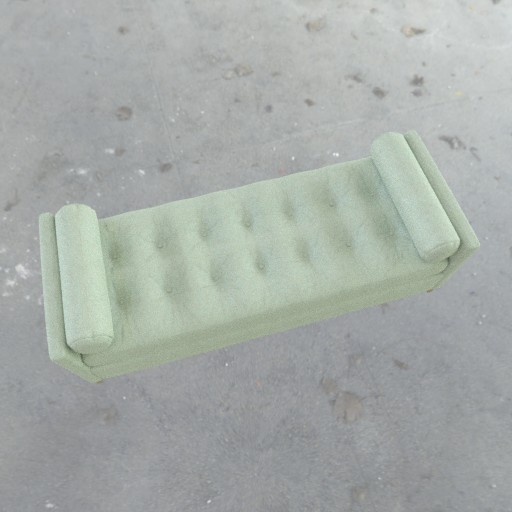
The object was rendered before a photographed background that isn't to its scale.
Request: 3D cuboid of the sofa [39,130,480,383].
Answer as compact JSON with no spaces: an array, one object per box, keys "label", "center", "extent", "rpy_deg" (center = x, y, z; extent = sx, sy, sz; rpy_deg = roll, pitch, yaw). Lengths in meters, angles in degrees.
[{"label":"sofa","center":[0.000,0.000,2.467],"extent":[2.102,0.705,0.796],"rpy_deg":[-14,65,-7]}]
